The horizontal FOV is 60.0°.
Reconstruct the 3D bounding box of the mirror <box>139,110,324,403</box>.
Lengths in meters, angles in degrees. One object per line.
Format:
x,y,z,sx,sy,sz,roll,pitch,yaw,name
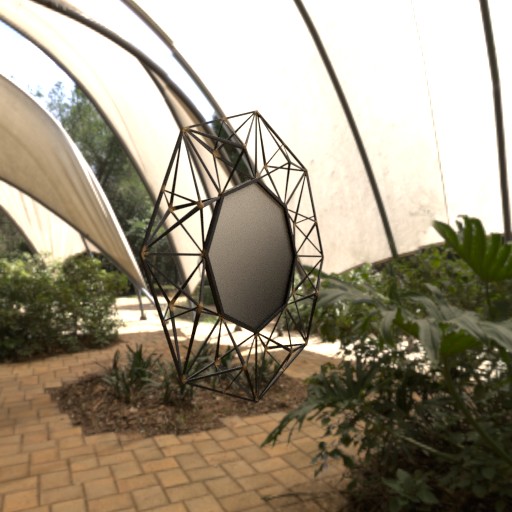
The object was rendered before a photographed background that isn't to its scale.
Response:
0.000,0.000,1.076,0.094,0.710,0.710,0,-1,36,mirror
